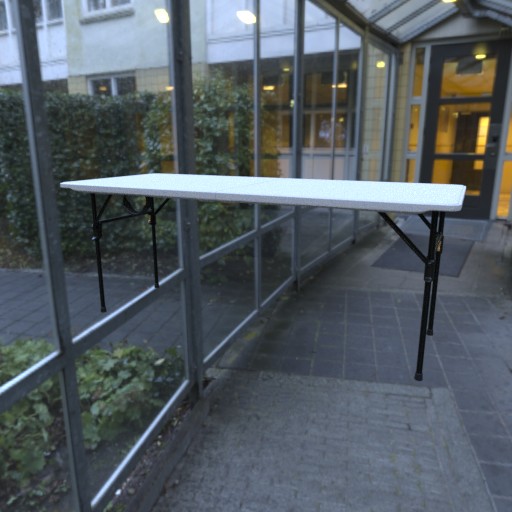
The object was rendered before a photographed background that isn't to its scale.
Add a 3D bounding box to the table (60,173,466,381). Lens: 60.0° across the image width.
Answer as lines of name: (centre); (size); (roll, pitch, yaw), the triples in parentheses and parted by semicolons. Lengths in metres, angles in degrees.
table: (0.000, 0.000, 2.224); (1.829, 0.719, 0.761); (7, 16, 25)
